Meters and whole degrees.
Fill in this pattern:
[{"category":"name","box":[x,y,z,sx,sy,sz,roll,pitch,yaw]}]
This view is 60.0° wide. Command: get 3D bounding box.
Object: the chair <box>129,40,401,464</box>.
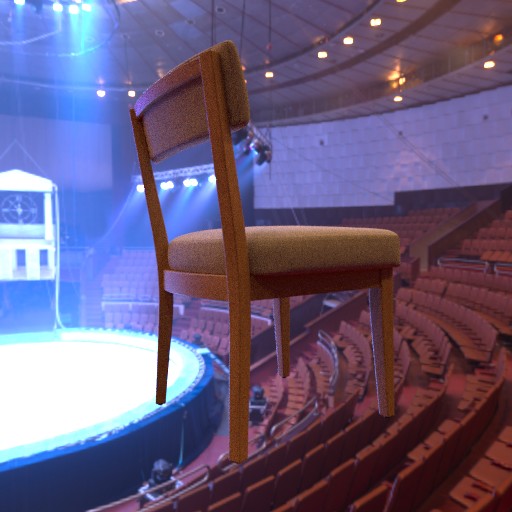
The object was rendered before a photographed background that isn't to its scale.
[{"category":"chair","box":[0.000,0.000,1.164,0.572,0.832,0.508,-1,1,-34]}]
